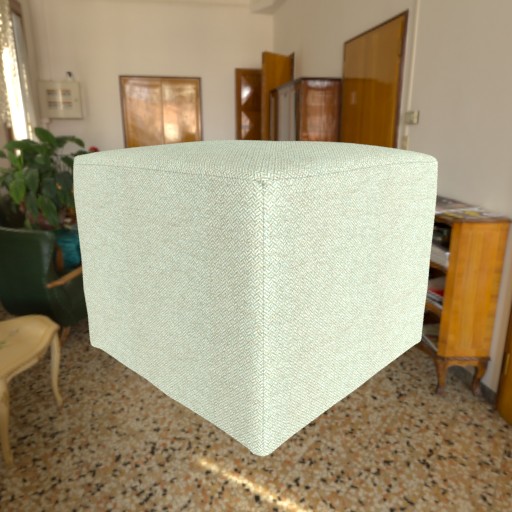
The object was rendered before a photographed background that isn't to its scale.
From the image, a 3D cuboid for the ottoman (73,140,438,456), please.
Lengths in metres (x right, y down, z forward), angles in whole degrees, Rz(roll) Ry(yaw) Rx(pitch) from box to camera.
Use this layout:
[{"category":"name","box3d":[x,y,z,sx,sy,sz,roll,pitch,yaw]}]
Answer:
[{"category":"ottoman","box3d":[0.000,0.000,0.900,0.521,0.453,0.512,15,21,42]}]
